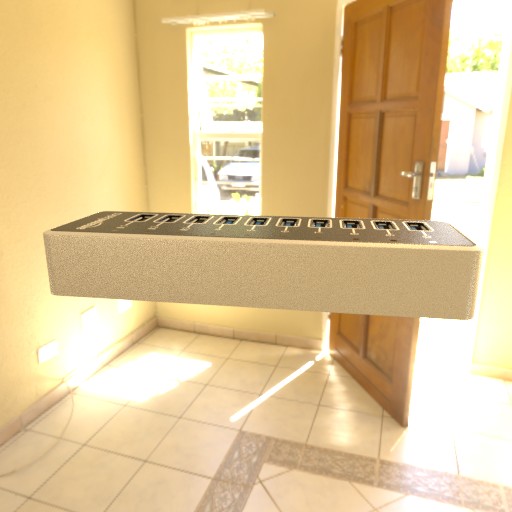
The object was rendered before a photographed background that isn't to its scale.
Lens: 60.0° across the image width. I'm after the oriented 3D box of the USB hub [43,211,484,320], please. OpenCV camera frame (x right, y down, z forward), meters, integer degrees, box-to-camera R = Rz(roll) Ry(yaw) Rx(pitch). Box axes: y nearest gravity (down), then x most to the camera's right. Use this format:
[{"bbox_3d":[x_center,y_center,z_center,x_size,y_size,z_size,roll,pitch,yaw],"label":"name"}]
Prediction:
[{"bbox_3d":[0.000,0.000,0.164,0.145,0.023,0.044,2,16,9],"label":"USB hub"}]
